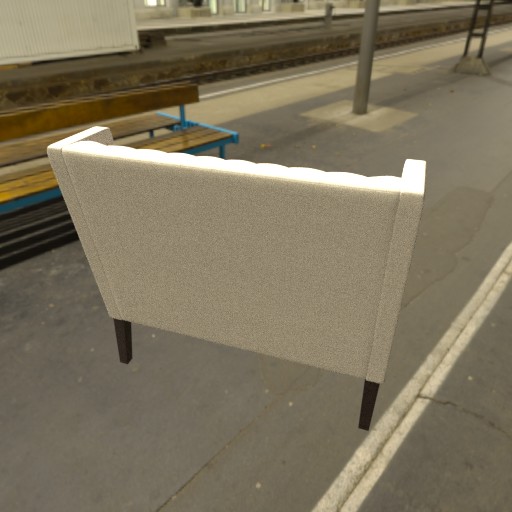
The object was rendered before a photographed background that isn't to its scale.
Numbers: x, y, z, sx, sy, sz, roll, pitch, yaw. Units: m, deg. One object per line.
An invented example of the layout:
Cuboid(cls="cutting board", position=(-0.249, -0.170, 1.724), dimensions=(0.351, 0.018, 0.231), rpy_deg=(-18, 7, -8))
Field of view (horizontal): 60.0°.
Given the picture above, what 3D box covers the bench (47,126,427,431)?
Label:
Cuboid(cls="bench", position=(0.000, 0.000, 1.987), dimensions=(1.280, 1.123, 0.847), rpy_deg=(10, 33, 16))
